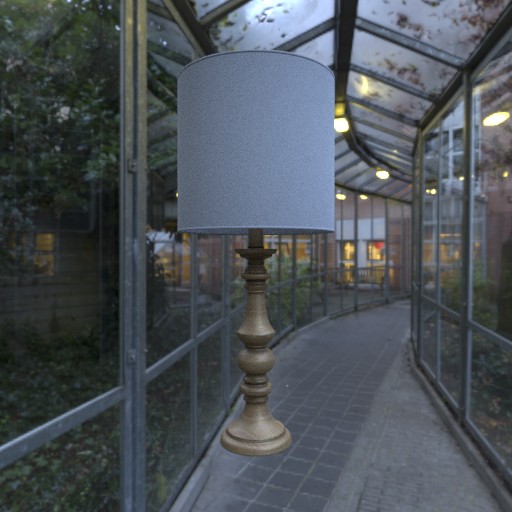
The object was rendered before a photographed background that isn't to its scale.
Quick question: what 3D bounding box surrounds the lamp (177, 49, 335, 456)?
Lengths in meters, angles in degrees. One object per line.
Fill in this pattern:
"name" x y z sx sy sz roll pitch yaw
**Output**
"lamp" 0.000 0.000 0.717 0.250 0.597 0.250 0 1 36
